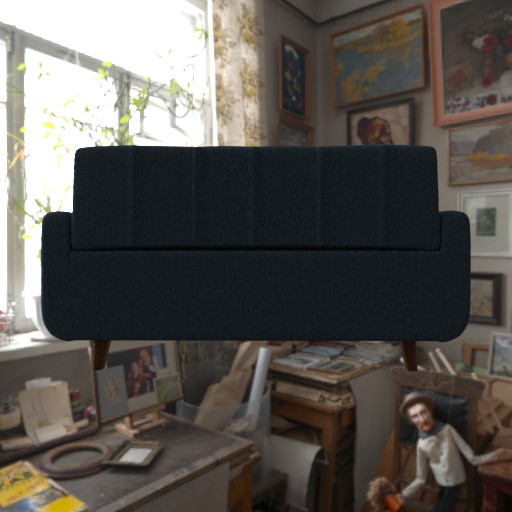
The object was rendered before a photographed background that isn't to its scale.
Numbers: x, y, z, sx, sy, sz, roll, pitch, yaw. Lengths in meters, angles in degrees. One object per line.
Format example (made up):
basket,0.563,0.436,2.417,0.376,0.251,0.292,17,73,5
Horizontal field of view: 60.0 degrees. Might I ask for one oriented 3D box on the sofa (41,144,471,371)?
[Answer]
sofa,0.000,0.000,2.149,1.651,0.896,0.942,0,0,1
